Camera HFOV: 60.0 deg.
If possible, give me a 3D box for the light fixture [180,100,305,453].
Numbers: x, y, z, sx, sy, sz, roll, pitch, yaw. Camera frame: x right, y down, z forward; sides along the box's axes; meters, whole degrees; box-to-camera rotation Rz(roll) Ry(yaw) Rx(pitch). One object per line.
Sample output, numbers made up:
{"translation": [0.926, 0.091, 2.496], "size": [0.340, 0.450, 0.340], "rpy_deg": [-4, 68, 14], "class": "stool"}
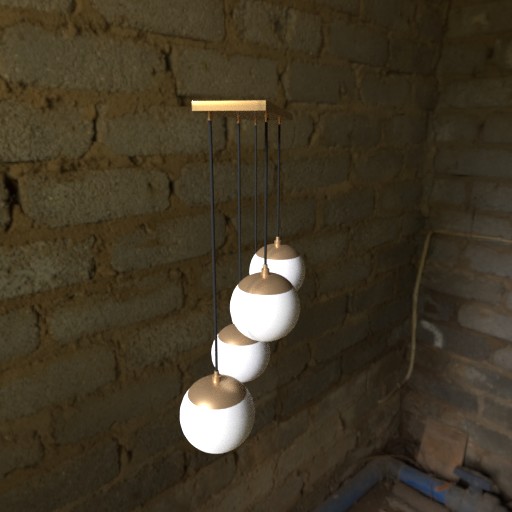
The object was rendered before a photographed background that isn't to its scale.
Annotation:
{"translation": [0.000, 0.000, 1.384], "size": [0.299, 0.869, 0.863], "rpy_deg": [2, 16, 8], "class": "light fixture"}
